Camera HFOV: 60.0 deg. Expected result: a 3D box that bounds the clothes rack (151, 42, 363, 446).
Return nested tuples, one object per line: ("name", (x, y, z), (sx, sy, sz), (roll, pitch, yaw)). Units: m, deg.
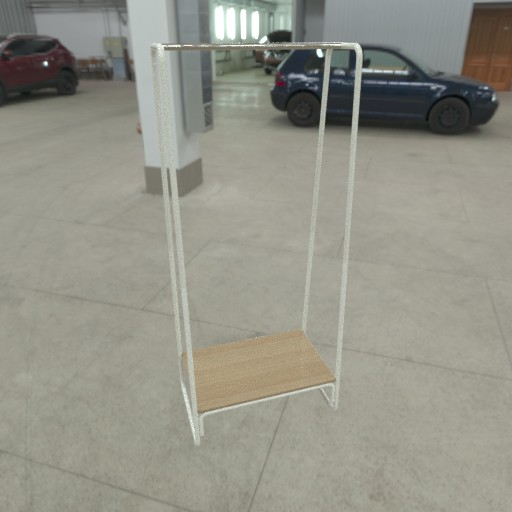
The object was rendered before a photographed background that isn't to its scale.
("clothes rack", (0.000, 0.000, 1.732), (0.640, 1.500, 0.400), (-8, 28, -16))
